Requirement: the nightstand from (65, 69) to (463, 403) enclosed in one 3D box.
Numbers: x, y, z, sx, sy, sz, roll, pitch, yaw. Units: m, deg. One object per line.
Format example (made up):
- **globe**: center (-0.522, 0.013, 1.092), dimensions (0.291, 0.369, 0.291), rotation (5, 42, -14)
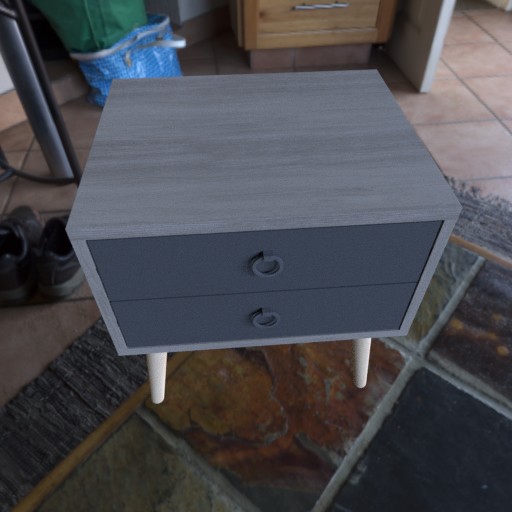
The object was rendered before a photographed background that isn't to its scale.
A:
- **nightstand**: center (0.000, 0.000, 0.805), dimensions (0.450, 0.500, 0.380), rotation (-3, 46, -3)
